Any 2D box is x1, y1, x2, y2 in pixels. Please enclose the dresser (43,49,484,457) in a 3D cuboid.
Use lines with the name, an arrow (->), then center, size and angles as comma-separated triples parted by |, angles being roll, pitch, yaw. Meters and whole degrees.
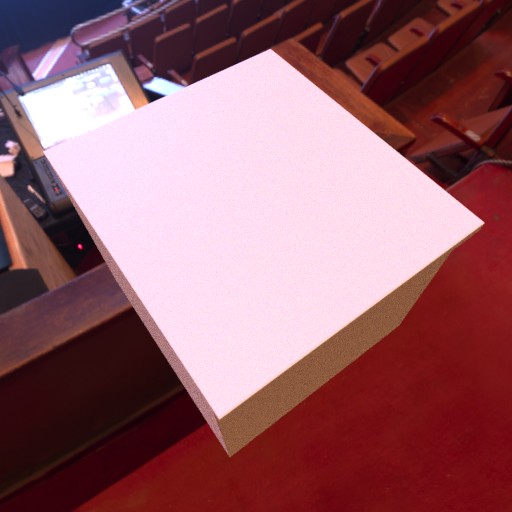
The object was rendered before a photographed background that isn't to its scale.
dresser -> 0.000, 0.000, 0.723 | 0.400, 0.360, 0.430 | -32, 64, -18
